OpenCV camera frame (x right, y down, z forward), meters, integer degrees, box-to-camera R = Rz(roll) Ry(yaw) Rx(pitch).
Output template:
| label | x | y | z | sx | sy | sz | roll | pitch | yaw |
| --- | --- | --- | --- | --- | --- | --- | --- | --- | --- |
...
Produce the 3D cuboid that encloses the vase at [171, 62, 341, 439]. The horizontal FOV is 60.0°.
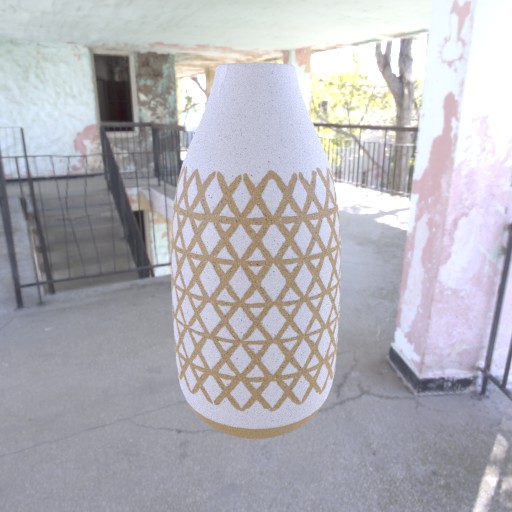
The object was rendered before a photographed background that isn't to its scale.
| label | x | y | z | sx | sy | sz | roll | pitch | yaw |
| --- | --- | --- | --- | --- | --- | --- | --- | --- | --- |
| vase | 0.000 | 0.000 | 0.481 | 0.186 | 0.380 | 0.186 | 0 | 18 | 0 |
